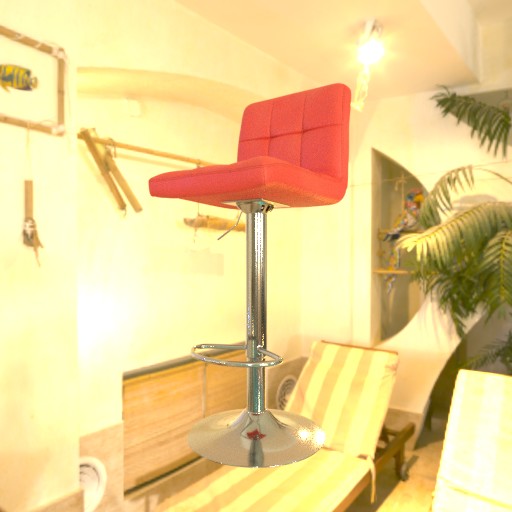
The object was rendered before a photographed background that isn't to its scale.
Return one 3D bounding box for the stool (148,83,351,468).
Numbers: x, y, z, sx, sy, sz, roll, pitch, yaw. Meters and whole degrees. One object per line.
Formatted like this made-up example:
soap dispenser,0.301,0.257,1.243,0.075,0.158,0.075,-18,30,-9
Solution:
stool,0.000,0.000,1.365,0.430,1.115,0.505,1,1,36
